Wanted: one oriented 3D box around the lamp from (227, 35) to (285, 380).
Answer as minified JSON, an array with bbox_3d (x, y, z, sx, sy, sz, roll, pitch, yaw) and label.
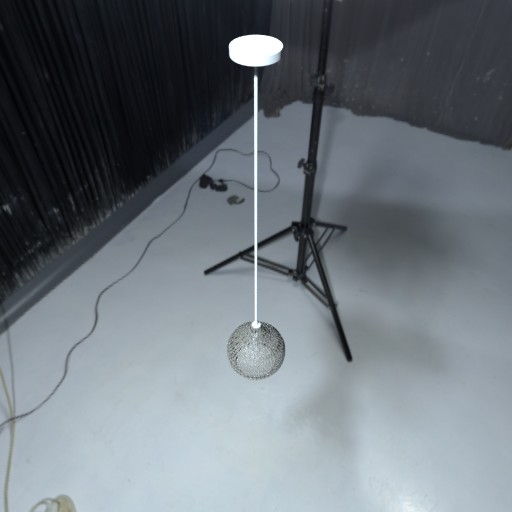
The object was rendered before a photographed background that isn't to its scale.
[{"bbox_3d":[0.000,0.000,2.078,0.355,1.919,0.355,24,51,21],"label":"lamp"}]
